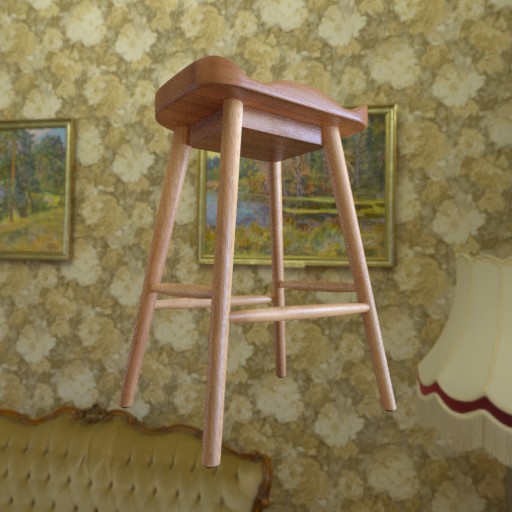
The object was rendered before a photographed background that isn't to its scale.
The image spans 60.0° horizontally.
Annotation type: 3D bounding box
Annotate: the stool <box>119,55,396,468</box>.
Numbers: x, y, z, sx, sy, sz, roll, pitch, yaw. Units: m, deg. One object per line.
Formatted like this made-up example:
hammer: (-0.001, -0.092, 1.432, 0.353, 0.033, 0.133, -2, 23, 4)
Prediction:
stool: (0.000, 0.000, 0.900, 0.440, 0.615, 0.361, 1, -2, -37)
